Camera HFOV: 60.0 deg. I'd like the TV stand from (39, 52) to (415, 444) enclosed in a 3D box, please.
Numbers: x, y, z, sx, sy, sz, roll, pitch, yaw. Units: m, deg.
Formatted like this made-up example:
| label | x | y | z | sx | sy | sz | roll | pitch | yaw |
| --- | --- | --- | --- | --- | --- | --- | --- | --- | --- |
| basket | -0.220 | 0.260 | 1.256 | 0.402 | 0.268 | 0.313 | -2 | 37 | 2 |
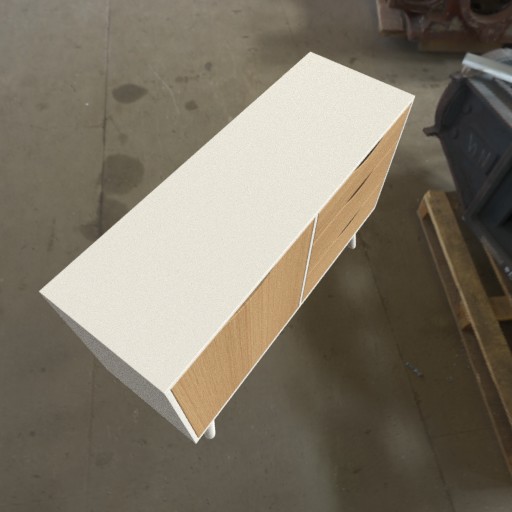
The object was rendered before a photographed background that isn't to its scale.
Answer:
| label | x | y | z | sx | sy | sz | roll | pitch | yaw |
| --- | --- | --- | --- | --- | --- | --- | --- | --- | --- |
| TV stand | 0.000 | 0.000 | 1.591 | 0.406 | 0.812 | 1.193 | 32 | 63 | 19 |
